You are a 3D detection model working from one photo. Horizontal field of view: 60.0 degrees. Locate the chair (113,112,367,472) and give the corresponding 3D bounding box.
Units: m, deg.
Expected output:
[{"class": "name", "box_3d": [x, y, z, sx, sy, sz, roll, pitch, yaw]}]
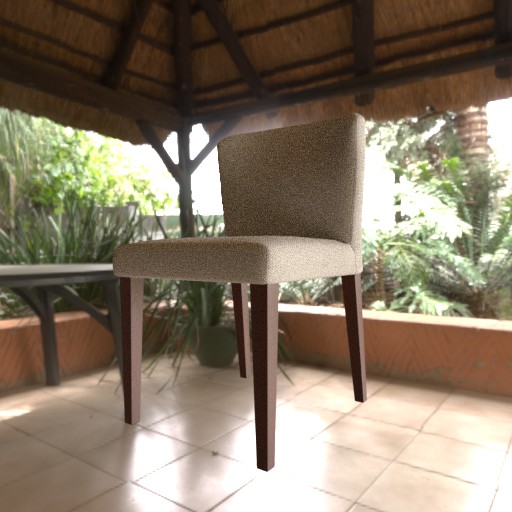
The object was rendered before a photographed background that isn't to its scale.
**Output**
[{"class": "chair", "box_3d": [0.000, 0.000, 1.205, 0.491, 0.839, 0.589, 1, 1, 35]}]
